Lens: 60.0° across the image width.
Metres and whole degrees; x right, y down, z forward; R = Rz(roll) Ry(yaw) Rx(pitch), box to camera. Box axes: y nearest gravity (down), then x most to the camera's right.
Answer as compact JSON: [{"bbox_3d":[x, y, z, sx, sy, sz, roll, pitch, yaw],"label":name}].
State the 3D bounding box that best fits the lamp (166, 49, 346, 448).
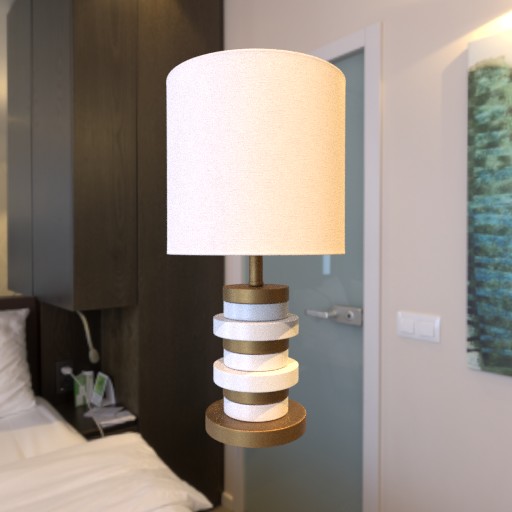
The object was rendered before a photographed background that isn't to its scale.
[{"bbox_3d":[0.000,0.000,0.533,0.210,0.410,0.210,0,1,19],"label":"lamp"}]
